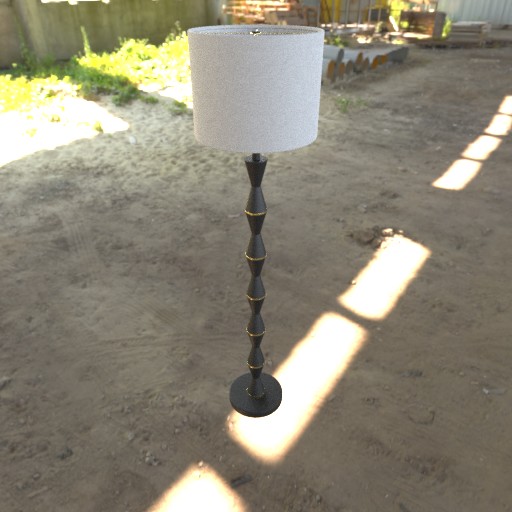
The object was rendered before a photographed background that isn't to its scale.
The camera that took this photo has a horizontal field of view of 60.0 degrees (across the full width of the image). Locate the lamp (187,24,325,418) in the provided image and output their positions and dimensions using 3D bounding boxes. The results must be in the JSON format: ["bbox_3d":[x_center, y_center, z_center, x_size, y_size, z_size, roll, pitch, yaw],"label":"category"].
[{"bbox_3d":[0.000,0.000,1.621,0.381,1.480,0.381,1,31,1],"label":"lamp"}]
